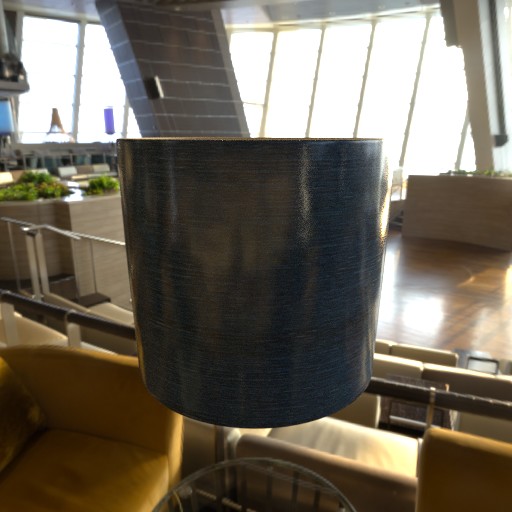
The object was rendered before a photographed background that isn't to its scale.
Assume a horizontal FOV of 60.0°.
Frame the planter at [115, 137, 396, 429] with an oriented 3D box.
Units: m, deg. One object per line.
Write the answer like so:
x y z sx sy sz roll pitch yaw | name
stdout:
0.000 0.000 0.391 0.221 0.201 0.221 0 15 0 | planter
